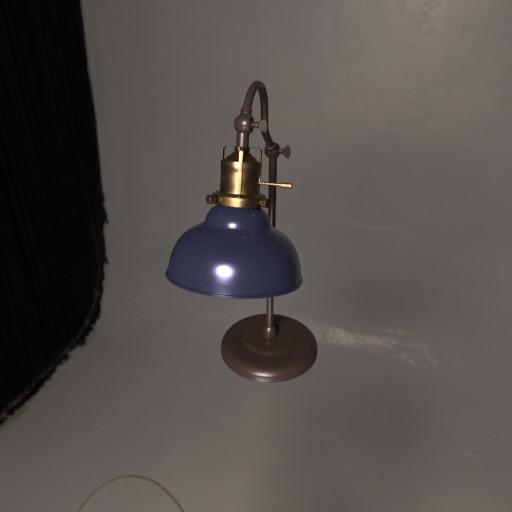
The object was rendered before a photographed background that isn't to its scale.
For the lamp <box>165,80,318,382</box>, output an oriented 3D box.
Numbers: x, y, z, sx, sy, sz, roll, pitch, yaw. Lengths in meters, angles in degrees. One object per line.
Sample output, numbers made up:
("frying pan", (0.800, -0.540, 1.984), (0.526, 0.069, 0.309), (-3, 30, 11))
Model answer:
("lamp", (0.000, 0.000, 0.687), (0.192, 0.508, 0.374), (8, 29, 15))
